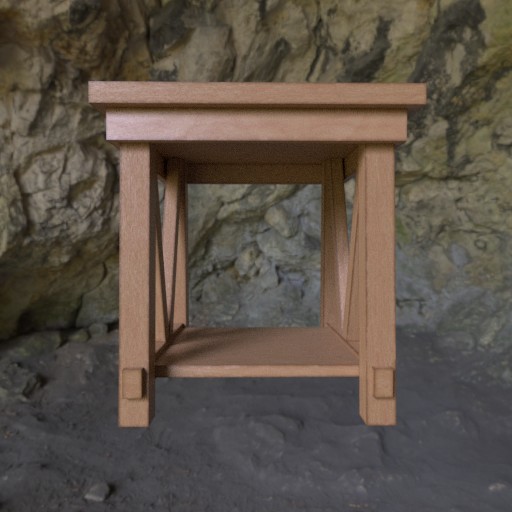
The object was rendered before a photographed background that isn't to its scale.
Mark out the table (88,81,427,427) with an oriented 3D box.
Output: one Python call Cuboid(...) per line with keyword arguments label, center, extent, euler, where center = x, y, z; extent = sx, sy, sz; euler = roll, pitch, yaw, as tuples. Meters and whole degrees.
Cuboid(label="table", center=(0.000, 0.000, 1.110), extent=(0.610, 0.638, 0.612), euler=(0, 1, -1))
